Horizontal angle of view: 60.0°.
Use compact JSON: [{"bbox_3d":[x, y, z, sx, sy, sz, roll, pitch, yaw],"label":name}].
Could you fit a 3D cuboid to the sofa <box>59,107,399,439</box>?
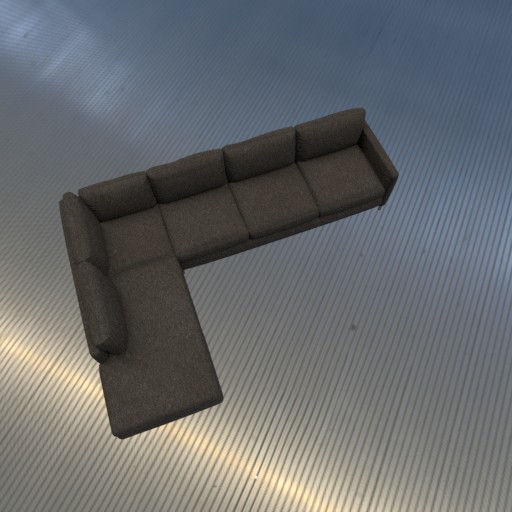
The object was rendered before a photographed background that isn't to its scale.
[{"bbox_3d":[0.000,0.000,3.792,2.949,0.815,2.007,-19,65,-9],"label":"sofa"}]
